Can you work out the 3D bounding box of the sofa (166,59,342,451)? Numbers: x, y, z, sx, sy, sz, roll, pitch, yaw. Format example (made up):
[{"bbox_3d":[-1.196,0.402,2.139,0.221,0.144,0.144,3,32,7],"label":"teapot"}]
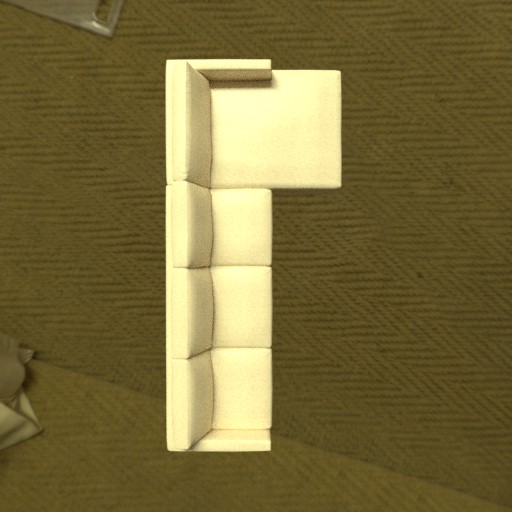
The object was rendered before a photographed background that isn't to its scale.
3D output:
[{"bbox_3d":[0.000,0.000,4.158,1.603,0.954,3.471,0,91,0],"label":"sofa"}]
